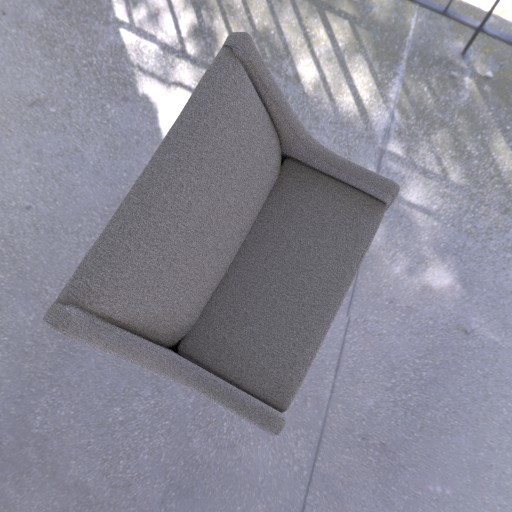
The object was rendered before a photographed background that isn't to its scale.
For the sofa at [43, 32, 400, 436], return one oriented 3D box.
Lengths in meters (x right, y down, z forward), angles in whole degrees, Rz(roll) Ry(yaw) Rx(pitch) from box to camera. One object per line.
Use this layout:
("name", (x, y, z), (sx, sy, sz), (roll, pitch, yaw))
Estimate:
("sofa", (0.000, 0.000, 1.910), (0.862, 1.026, 1.242), (28, 77, 7))
